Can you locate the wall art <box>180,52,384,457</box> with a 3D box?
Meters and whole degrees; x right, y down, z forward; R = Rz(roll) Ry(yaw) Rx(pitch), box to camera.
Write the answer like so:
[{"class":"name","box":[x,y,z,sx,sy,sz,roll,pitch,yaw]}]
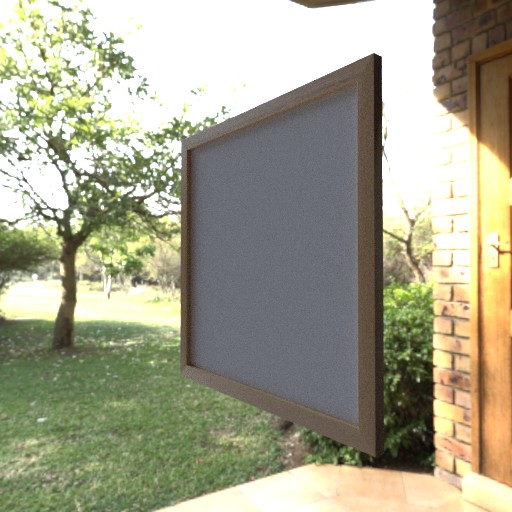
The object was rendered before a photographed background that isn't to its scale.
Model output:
[{"class":"wall art","box":[0.000,0.000,1.142,0.027,0.762,0.762,1,-1,-38]}]
